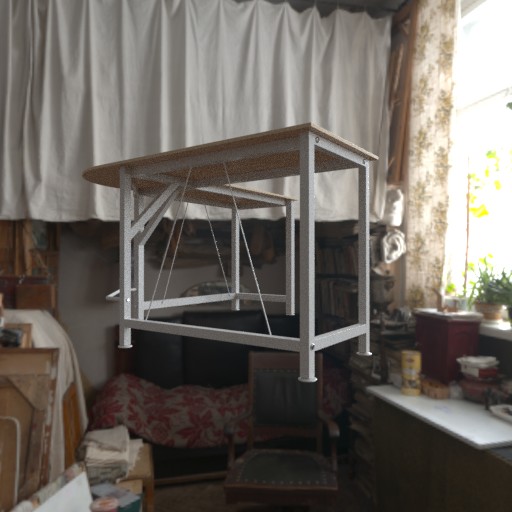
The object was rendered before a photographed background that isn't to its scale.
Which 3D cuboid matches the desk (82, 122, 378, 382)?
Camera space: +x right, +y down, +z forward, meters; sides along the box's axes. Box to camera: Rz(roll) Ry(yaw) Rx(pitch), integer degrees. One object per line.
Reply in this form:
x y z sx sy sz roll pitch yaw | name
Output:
0.000 0.000 2.255 1.400 0.762 1.400 0 0 36 | desk
